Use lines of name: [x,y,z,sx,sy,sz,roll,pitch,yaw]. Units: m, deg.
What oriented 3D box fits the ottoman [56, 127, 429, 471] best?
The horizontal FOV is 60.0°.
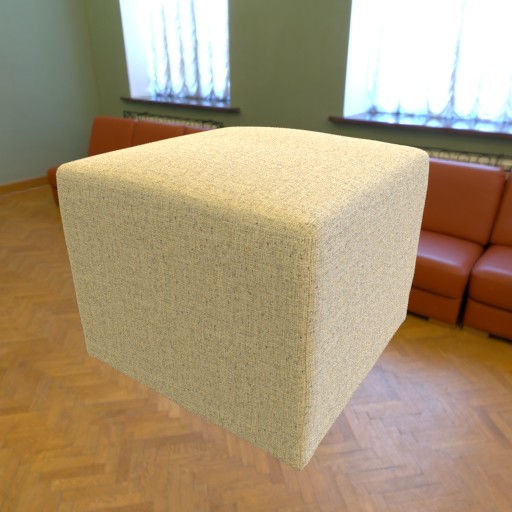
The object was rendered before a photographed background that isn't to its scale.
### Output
ottoman: [0.000,0.000,0.893,0.512,0.453,0.521,16,30,31]
